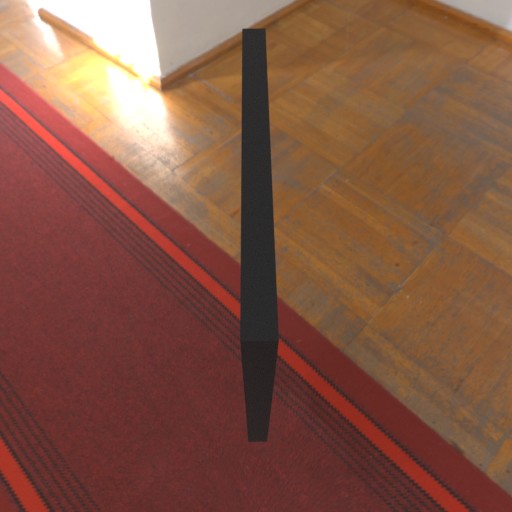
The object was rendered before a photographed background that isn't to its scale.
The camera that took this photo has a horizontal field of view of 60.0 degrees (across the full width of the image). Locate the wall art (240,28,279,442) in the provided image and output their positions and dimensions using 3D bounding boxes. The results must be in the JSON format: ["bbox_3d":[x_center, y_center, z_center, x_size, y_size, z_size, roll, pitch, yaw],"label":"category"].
[{"bbox_3d":[0.000,0.000,0.756,0.036,0.503,0.506,-1,57,0],"label":"wall art"}]
